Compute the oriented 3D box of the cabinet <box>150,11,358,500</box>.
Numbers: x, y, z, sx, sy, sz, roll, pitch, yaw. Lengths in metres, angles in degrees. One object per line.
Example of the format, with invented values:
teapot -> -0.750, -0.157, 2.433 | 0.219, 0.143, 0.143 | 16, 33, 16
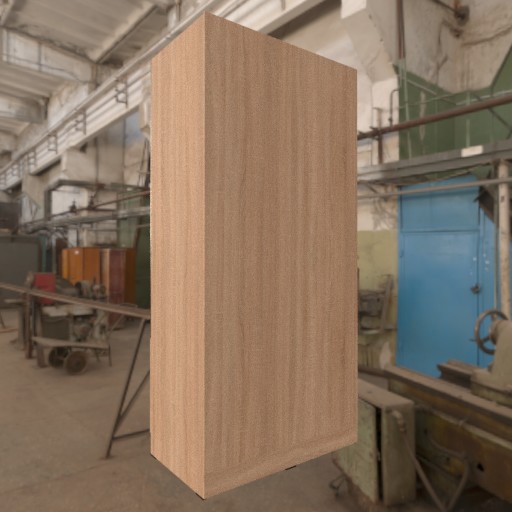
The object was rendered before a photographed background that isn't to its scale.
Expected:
cabinet -> 0.000, 0.000, 2.452 | 1.001, 2.121, 0.590 | 0, 0, -37
